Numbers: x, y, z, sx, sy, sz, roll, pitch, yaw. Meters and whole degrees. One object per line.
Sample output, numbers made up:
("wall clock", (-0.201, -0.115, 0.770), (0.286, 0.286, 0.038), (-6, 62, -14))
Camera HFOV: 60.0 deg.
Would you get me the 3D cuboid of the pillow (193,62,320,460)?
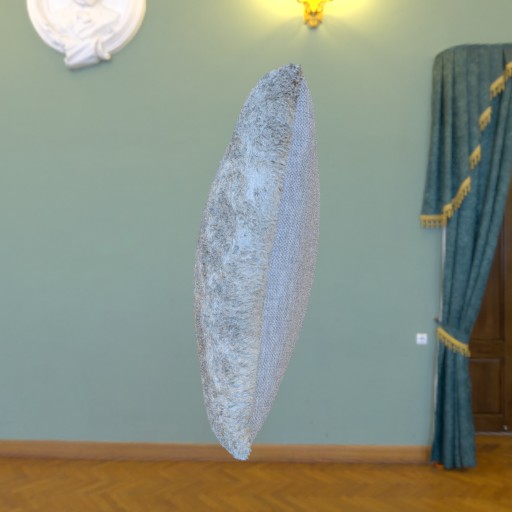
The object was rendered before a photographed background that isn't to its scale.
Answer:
("pillow", (0.000, 0.000, 0.810), (0.218, 0.515, 0.529), (0, 0, 0))
